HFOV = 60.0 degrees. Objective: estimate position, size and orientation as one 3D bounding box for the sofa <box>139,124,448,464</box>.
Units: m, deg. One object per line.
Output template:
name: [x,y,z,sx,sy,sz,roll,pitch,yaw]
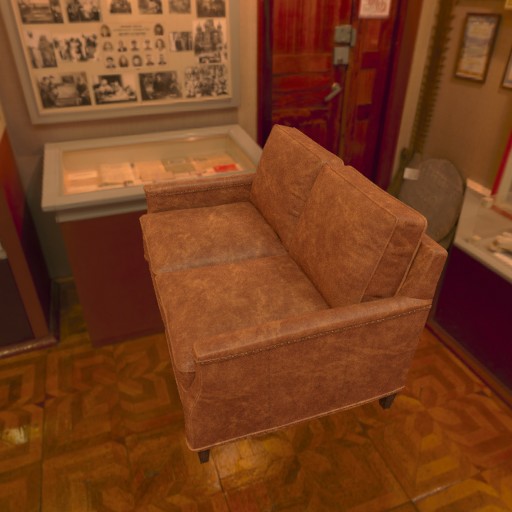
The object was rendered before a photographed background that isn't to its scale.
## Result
sofa: [0.000,0.000,2.340,1.084,1.003,1.597,-10,33,-16]
